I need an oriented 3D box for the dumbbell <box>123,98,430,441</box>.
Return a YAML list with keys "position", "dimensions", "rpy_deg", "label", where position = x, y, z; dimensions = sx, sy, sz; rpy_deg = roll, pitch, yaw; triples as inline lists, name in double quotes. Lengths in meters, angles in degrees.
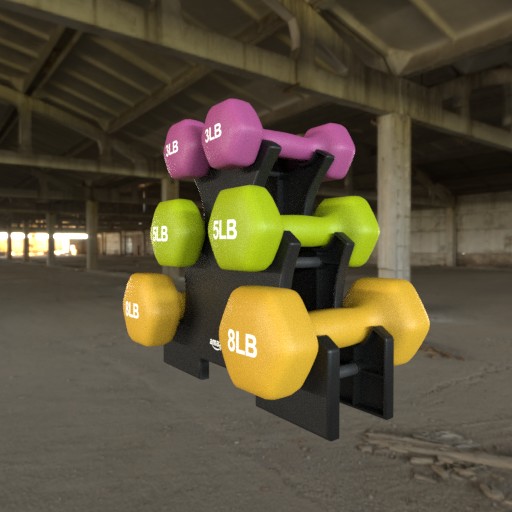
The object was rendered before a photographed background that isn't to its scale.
- position: [0.000, 0.000, 0.463]
  dimensions: [0.190, 0.271, 0.300]
  rpy_deg: [-1, 2, -37]
  label: "dumbbell"
